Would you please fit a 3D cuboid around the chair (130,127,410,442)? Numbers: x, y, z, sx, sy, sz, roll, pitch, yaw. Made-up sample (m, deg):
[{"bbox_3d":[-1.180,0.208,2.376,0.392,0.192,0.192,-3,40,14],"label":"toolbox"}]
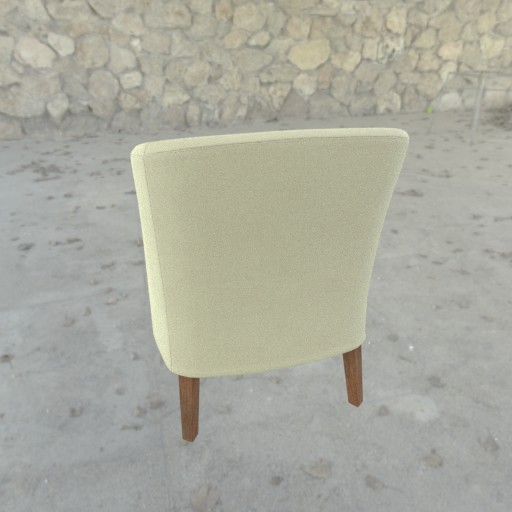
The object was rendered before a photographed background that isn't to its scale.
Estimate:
[{"bbox_3d":[0.000,0.000,1.293,0.643,0.822,0.657,-7,27,-13],"label":"chair"}]
